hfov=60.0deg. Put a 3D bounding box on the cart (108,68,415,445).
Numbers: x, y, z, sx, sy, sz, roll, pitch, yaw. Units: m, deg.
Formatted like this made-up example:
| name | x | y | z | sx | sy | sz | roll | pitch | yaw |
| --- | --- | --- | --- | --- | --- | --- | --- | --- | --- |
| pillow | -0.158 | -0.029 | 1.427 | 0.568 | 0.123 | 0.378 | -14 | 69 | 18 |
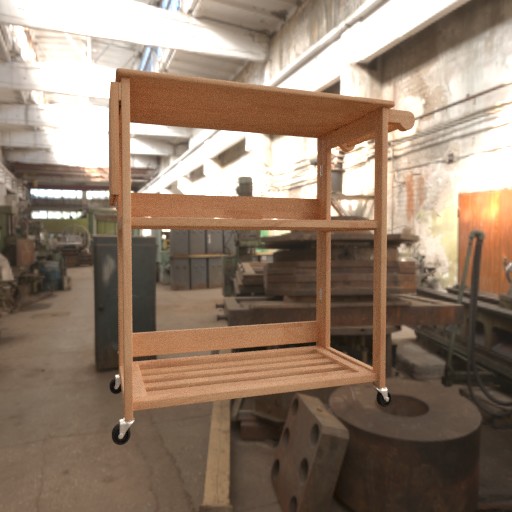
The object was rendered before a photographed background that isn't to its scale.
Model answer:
| name | x | y | z | sx | sy | sz | roll | pitch | yaw |
| --- | --- | --- | --- | --- | --- | --- | --- | --- | --- |
| cart | 0.000 | 0.000 | 1.353 | 0.853 | 0.879 | 0.432 | -1 | 2 | -19 |
